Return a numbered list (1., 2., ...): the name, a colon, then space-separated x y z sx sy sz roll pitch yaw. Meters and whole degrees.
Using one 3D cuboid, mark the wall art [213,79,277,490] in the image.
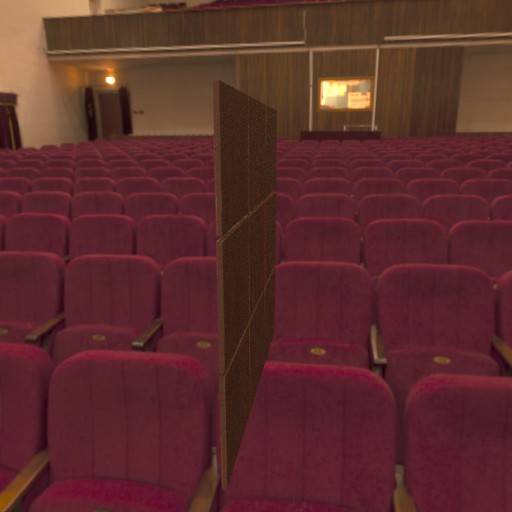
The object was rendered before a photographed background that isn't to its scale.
1. wall art: 0.000 0.000 1.377 0.013 0.914 0.915 2 15 9
